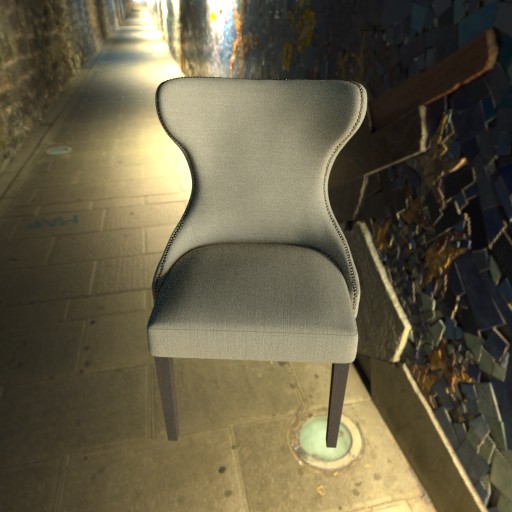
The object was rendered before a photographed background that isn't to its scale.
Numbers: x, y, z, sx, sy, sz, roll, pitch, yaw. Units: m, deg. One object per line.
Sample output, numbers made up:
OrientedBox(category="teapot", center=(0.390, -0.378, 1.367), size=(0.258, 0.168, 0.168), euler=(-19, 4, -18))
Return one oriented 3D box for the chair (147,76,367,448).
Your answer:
OrientedBox(category="chair", center=(0.000, 0.000, 1.365), size=(0.628, 0.967, 0.635), euler=(1, 31, 2))
